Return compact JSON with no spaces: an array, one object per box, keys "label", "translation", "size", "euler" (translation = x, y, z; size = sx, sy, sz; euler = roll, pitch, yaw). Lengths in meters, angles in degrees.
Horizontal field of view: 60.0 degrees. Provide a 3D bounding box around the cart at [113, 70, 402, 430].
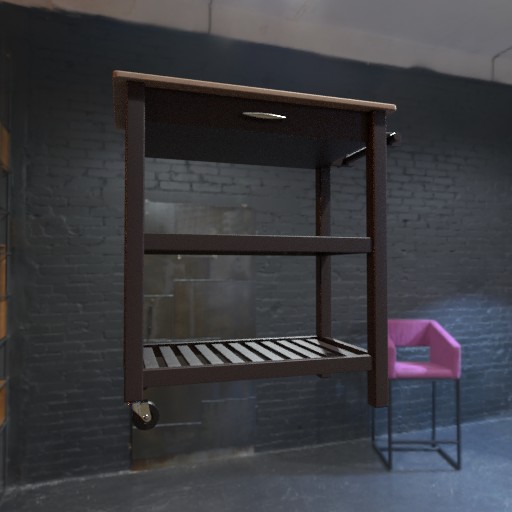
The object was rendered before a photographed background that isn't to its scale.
[{"label":"cart","translation":[0.000,0.000,1.462],"size":[0.899,0.927,0.457],"euler":[0,-2,-17]}]
